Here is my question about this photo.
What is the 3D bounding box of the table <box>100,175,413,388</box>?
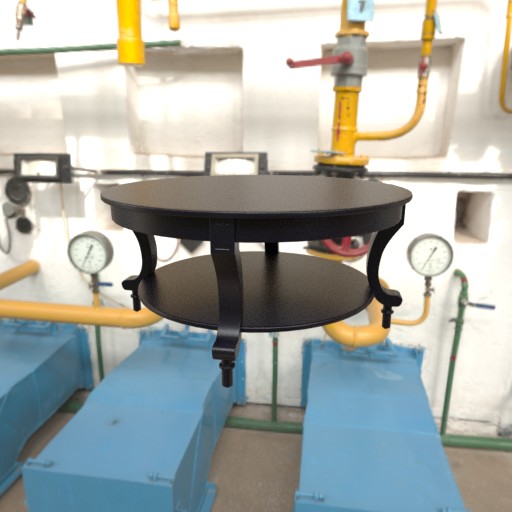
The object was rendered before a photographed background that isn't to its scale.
[{"bbox_3d":[0.000,0.000,1.597,1.029,0.491,1.029,0,15,0],"label":"table"}]
